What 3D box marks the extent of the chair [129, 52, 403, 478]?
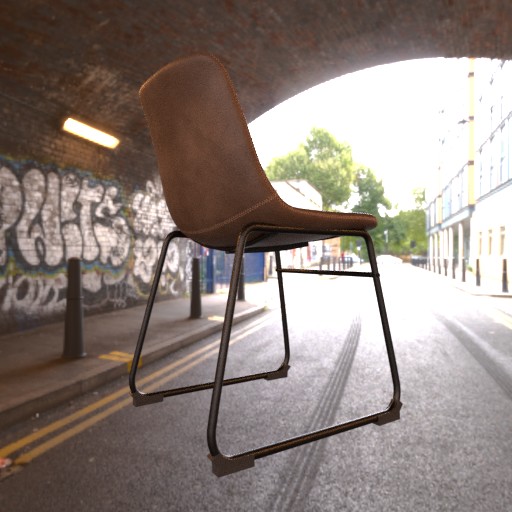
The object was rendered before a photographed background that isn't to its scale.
[{"bbox_3d":[0.000,0.000,1.101,0.551,0.780,0.460,0,0,-34],"label":"chair"}]
